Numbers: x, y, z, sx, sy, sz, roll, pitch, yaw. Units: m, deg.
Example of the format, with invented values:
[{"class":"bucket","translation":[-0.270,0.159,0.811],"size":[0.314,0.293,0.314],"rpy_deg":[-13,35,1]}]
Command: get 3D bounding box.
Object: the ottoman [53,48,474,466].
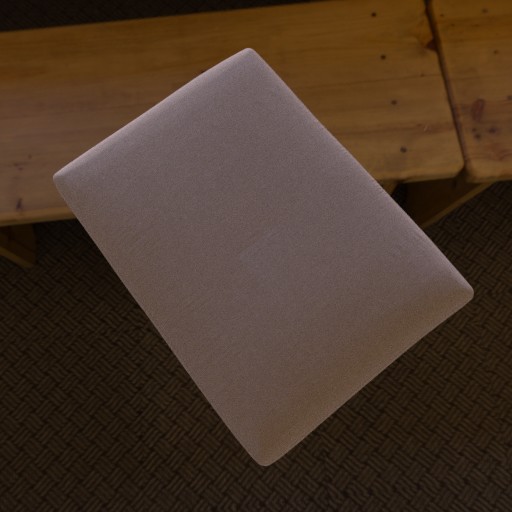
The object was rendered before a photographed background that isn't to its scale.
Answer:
[{"class":"ottoman","translation":[0.000,0.000,1.132],"size":[0.569,0.500,0.771],"rpy_deg":[-37,79,-9]}]
